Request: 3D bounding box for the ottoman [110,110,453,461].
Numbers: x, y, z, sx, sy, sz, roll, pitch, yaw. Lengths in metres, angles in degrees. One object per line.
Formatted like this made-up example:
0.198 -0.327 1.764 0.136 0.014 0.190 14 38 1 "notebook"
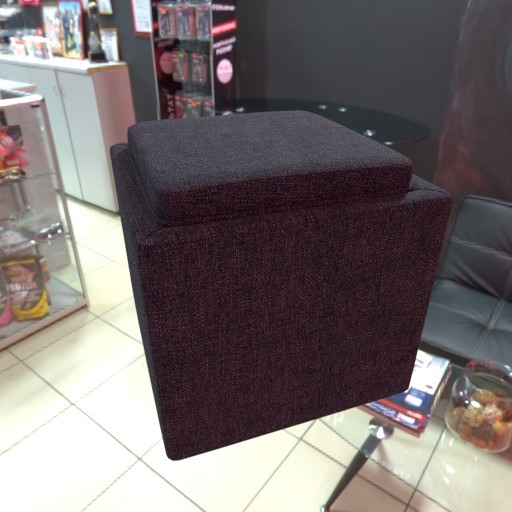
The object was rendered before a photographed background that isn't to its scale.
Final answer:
0.000 0.000 0.827 0.450 0.460 0.450 -10 31 -17 "ottoman"
